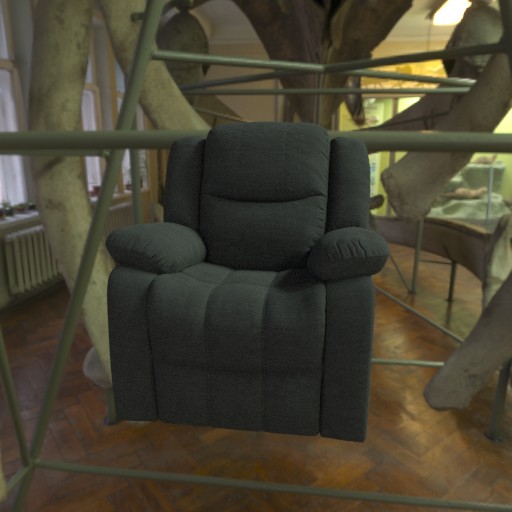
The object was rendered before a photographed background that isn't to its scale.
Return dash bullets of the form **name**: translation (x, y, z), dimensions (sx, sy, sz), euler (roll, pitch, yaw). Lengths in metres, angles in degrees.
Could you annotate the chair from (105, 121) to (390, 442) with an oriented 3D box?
- **chair**: translation (0.000, 0.000, 1.689), dimensions (0.899, 1.008, 0.944), euler (2, 15, 8)
